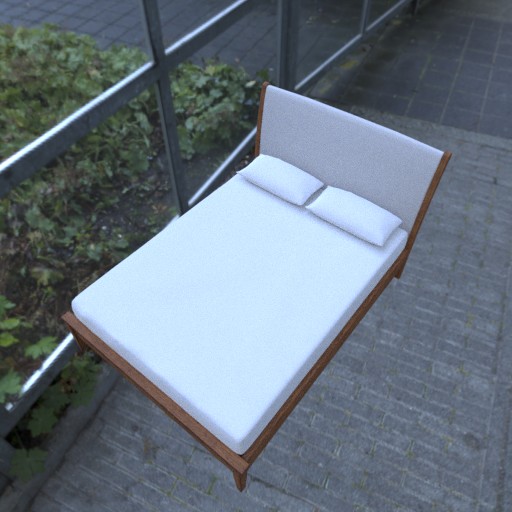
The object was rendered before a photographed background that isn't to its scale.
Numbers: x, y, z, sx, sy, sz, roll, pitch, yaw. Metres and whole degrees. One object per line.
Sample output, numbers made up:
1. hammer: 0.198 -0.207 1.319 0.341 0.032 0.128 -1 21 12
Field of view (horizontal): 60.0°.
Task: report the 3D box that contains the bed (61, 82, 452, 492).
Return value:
1. bed: 0.000 0.000 2.918 1.502 1.135 2.108 31 55 24
